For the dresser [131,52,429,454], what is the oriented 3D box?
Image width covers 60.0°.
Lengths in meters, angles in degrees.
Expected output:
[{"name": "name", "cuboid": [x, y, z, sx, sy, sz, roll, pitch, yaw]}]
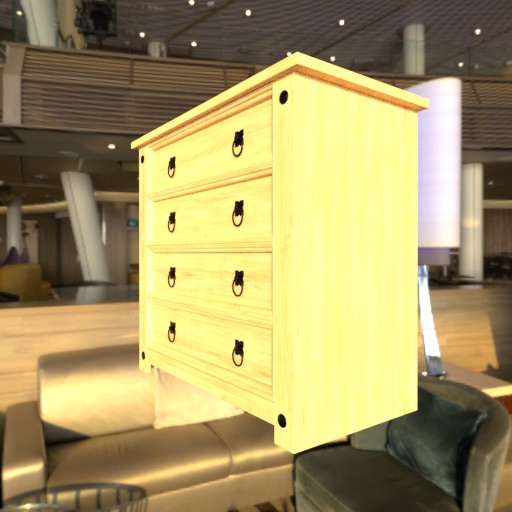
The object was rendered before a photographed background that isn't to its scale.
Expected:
[{"name": "dresser", "cuboid": [0.000, 0.000, 1.232, 0.410, 0.730, 0.800, 0, 0, -37]}]
